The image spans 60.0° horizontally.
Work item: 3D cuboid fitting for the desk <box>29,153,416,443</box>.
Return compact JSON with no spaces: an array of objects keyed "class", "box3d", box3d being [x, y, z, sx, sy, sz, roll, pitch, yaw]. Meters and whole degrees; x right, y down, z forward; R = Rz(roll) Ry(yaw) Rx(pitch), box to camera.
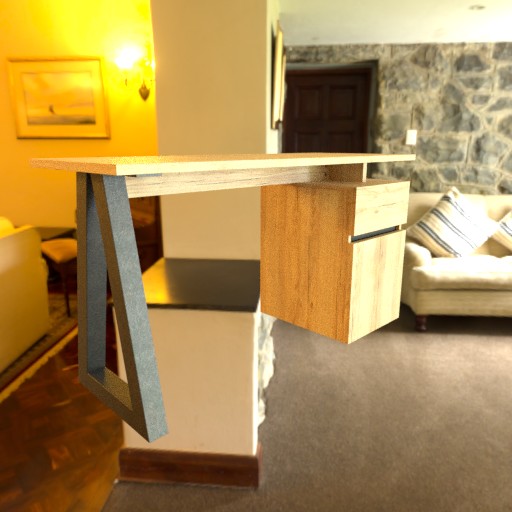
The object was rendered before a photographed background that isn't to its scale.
[{"class":"desk","box3d":[0.000,0.000,1.731,1.400,0.760,0.550,-13,19,-43]}]
